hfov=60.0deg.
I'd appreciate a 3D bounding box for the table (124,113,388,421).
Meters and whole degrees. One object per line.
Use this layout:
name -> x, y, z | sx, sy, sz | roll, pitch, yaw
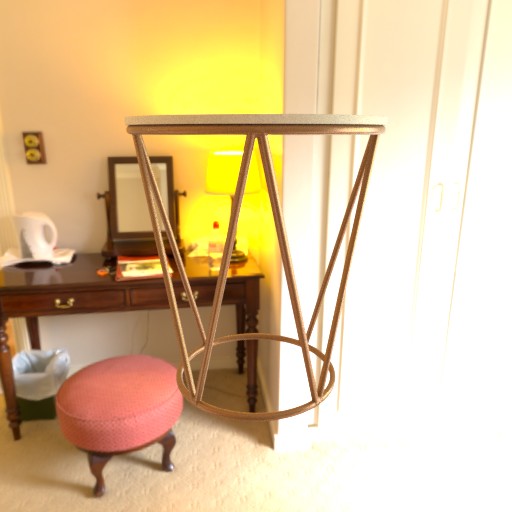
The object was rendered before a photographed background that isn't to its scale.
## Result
table -> 0.000, 0.000, 0.950 | 0.500, 0.564, 0.500 | 0, 16, 0
